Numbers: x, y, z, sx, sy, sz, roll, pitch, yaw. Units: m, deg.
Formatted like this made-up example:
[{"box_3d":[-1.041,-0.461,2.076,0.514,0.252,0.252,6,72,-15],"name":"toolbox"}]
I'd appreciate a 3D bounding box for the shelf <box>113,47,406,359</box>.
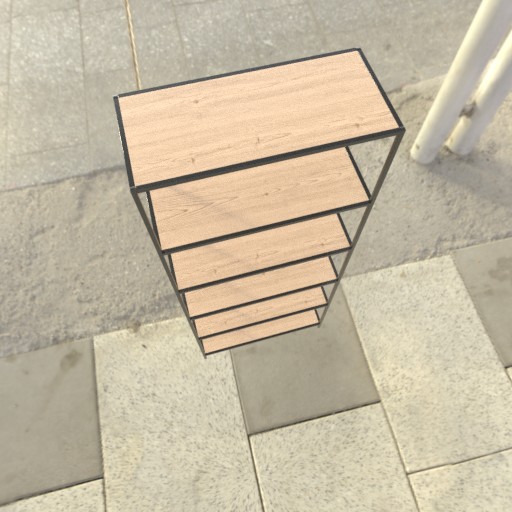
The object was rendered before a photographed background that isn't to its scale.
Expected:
[{"box_3d":[0.000,0.000,2.091,0.770,1.850,0.350,-14,65,-7],"name":"shelf"}]
